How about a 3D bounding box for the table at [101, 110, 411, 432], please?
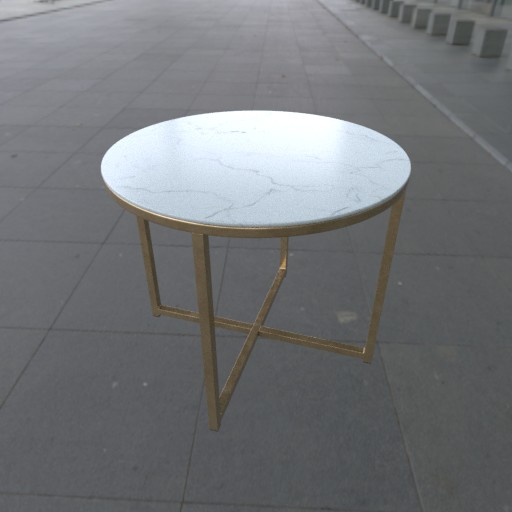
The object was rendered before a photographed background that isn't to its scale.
[{"bbox_3d":[0.000,0.000,0.858,0.500,0.420,0.500,0,33,0],"label":"table"}]
